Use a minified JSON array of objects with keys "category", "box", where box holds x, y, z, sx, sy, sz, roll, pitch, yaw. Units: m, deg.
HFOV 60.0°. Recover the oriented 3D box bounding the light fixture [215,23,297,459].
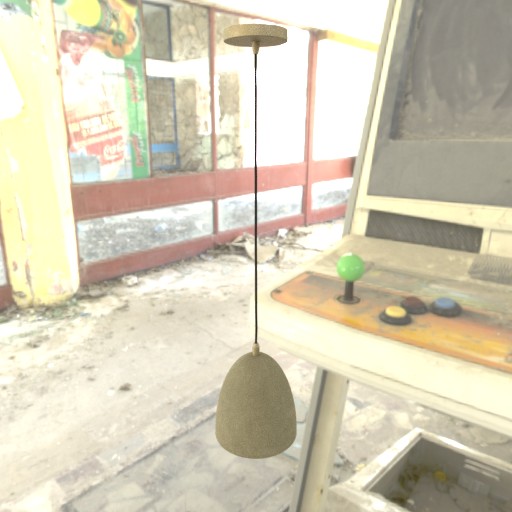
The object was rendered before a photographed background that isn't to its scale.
[{"category":"light fixture","box":[0.000,0.000,0.823,0.170,0.759,0.170,-8,18,-25]}]
